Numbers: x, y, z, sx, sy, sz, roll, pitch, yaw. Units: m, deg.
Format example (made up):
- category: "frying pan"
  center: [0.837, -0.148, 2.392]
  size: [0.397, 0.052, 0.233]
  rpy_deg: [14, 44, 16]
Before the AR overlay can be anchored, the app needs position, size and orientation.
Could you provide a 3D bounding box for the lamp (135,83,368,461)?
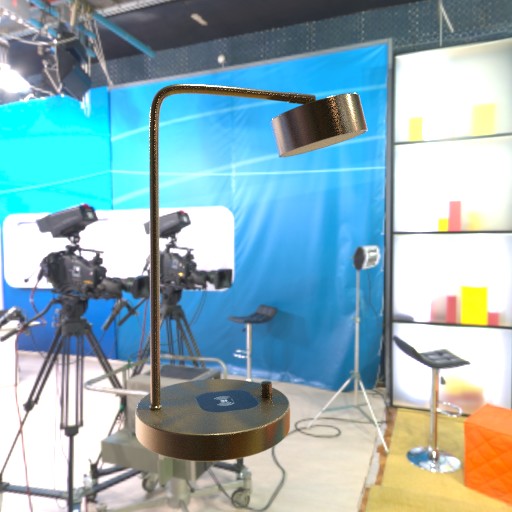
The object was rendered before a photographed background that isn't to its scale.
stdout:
- category: "lamp"
  center: [0.000, 0.000, 0.509]
  size: [0.270, 0.380, 0.171]
  rpy_deg: [-1, 2, -18]
